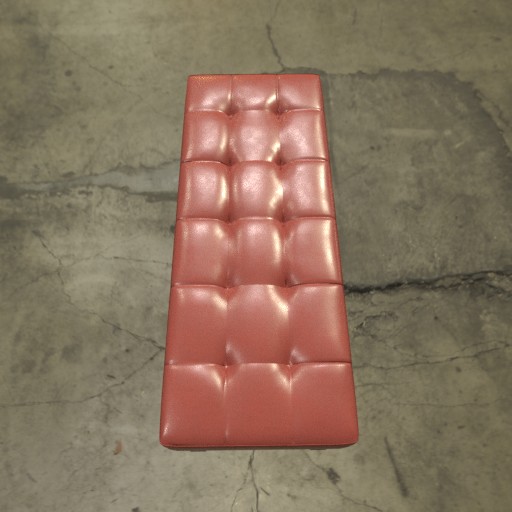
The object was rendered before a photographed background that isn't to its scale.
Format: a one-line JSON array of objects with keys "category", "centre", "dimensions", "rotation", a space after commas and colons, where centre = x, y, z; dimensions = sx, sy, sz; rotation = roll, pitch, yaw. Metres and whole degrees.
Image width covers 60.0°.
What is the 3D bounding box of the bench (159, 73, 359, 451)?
[{"category": "bench", "centre": [0.000, 0.000, 1.361], "dimensions": [0.432, 0.460, 1.105], "rotation": [-1, 63, 0]}]
